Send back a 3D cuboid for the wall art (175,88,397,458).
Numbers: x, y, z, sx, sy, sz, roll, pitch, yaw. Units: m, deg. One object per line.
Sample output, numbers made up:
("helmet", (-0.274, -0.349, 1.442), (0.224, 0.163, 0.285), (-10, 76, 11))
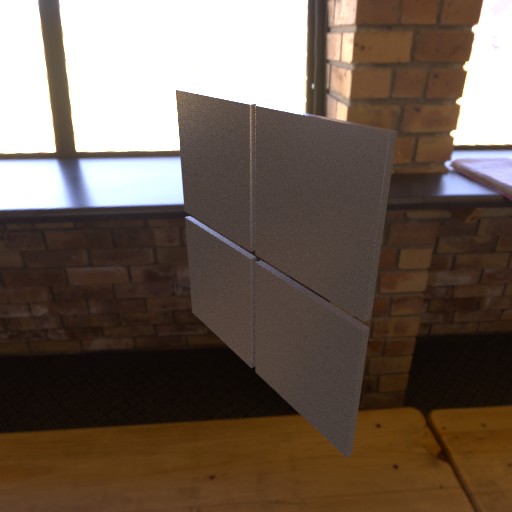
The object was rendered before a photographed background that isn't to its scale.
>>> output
("wall art", (0.000, 0.000, 1.712), (0.029, 1.118, 1.118), (-18, 32, -32))
